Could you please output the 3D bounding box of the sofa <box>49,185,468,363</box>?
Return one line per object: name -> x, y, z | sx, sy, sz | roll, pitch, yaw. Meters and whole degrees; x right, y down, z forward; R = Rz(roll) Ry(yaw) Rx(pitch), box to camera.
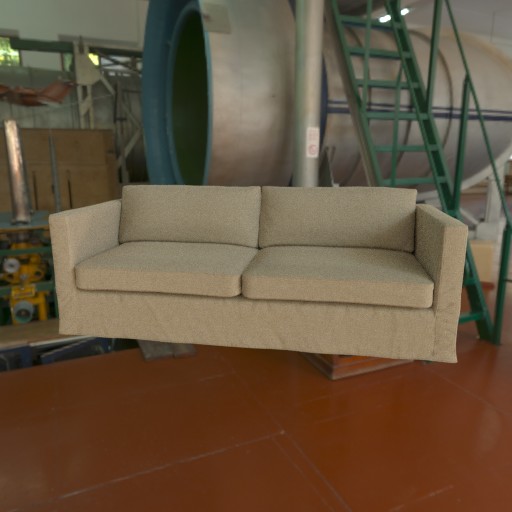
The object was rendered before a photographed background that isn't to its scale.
sofa -> 0.000, 0.000, 2.822 | 2.296, 0.847, 0.956 | 2, 14, 9
